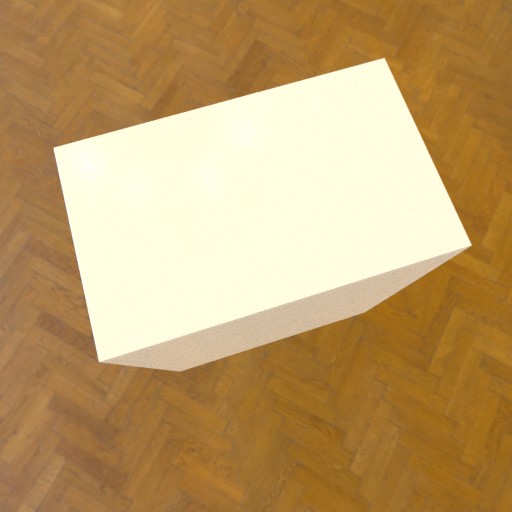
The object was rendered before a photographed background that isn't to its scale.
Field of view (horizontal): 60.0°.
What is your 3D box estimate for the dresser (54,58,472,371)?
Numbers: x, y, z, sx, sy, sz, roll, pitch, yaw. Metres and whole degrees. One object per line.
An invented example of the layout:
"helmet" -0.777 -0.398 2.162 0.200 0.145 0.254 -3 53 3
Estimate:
"dresser" 0.000 0.000 1.169 0.650 0.800 0.400 -17 75 -5
